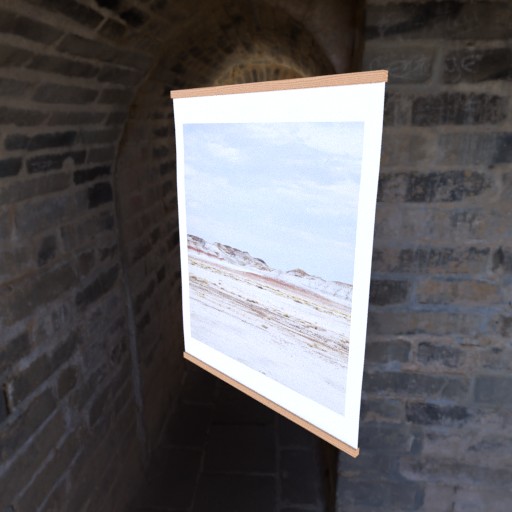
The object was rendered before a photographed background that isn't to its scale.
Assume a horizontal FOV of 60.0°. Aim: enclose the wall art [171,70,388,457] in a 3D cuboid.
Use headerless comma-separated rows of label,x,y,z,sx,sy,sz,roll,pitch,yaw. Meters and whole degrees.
wall art,0.000,0.000,0.694,0.010,0.507,0.404,-15,22,-43
